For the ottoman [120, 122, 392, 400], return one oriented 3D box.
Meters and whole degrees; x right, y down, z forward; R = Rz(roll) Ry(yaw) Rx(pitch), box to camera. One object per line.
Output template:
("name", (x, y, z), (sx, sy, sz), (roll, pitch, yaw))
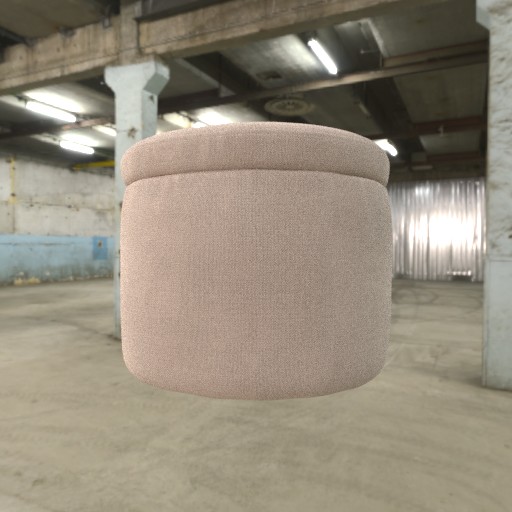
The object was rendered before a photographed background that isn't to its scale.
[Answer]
("ottoman", (0.000, 0.000, 0.848), (0.497, 0.409, 0.497), (0, 0, 0))
